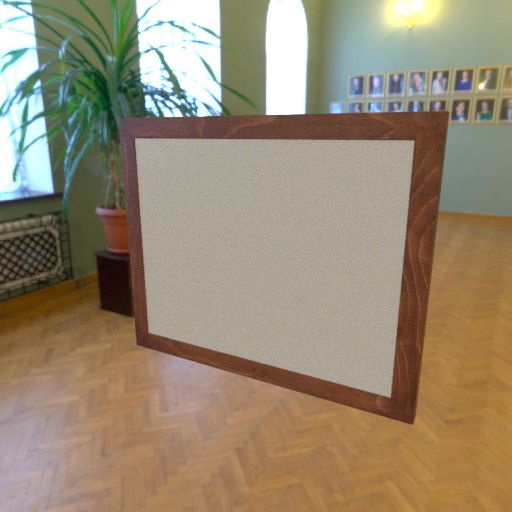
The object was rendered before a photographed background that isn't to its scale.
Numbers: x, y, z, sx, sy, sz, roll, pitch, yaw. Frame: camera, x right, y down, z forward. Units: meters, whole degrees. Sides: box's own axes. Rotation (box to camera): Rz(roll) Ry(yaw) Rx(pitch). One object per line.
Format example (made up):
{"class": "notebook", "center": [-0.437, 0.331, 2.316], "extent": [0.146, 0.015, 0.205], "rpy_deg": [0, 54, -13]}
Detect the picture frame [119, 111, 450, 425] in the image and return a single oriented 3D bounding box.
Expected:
{"class": "picture frame", "center": [0.000, 0.000, 0.755], "extent": [0.559, 0.457, 0.025], "rpy_deg": [8, 17, 27]}
